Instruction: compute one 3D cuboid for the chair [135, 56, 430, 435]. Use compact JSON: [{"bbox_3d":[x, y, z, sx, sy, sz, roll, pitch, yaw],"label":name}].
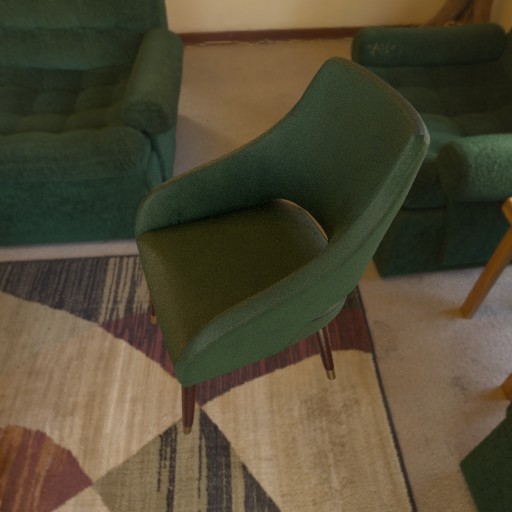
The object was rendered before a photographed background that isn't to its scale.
[{"bbox_3d":[0.000,0.000,1.506,0.794,1.081,0.683,-16,50,-14],"label":"chair"}]
